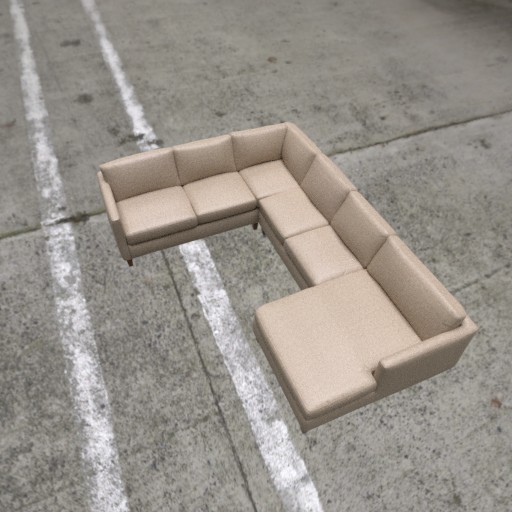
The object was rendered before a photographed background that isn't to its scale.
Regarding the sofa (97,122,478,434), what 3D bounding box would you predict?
[{"bbox_3d":[0.000,0.000,4.564,2.594,0.961,3.460,-17,49,-15],"label":"sofa"}]
